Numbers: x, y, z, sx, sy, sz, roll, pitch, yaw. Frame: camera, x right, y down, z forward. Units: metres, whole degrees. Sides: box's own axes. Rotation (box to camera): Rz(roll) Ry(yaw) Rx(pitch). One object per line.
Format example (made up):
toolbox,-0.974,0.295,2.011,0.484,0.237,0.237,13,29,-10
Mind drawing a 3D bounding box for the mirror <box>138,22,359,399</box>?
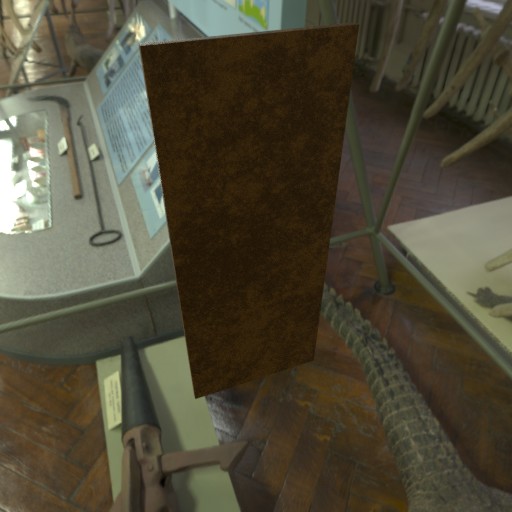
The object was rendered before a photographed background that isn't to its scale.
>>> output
mirror,0.000,0.000,2.202,0.812,2.031,0.032,-14,42,-16
